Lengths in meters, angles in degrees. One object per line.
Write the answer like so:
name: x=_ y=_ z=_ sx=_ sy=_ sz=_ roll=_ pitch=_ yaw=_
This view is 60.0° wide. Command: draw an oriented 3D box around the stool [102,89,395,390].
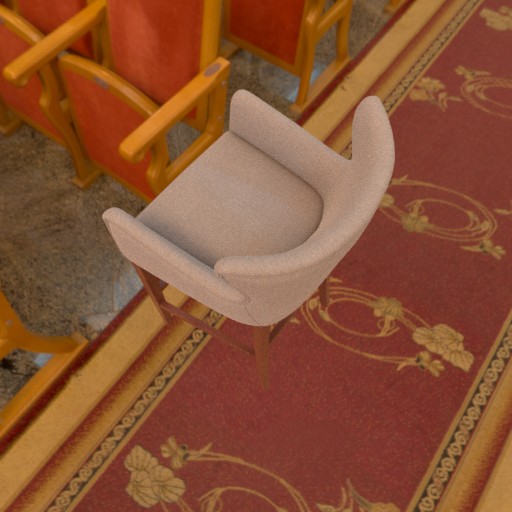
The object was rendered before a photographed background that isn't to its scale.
stool: x=0.000 y=0.000 z=1.406 sx=0.575 sy=1.047 sz=0.575 roll=34 pitch=67 yaw=16
